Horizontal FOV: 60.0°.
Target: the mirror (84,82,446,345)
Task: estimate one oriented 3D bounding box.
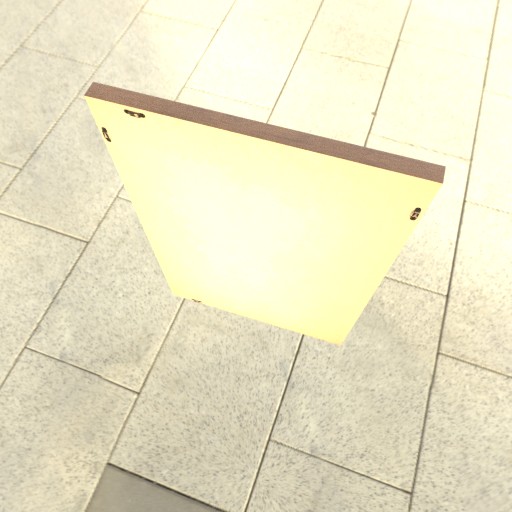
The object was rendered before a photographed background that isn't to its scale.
[{"bbox_3d":[0.000,0.000,1.132,0.609,0.915,0.040,16,64,8],"label":"mirror"}]
